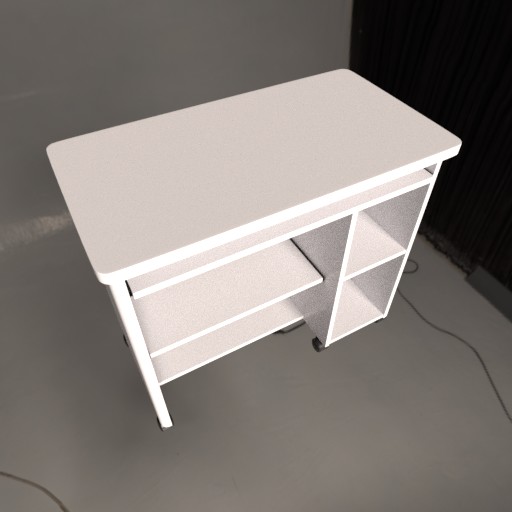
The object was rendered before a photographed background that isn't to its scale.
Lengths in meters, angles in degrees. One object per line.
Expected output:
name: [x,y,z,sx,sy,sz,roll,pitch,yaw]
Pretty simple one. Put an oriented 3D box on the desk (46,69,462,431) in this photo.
desk: [0.000,0.000,1.315,0.877,0.763,0.475,-22,50,-19]
